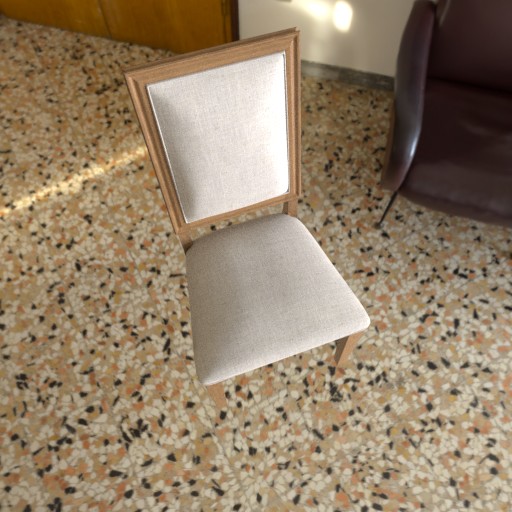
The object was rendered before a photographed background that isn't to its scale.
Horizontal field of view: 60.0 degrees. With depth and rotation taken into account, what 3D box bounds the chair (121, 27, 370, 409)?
[{"bbox_3d":[0.000,0.000,1.311,0.536,0.988,0.601,-18,65,-9],"label":"chair"}]
